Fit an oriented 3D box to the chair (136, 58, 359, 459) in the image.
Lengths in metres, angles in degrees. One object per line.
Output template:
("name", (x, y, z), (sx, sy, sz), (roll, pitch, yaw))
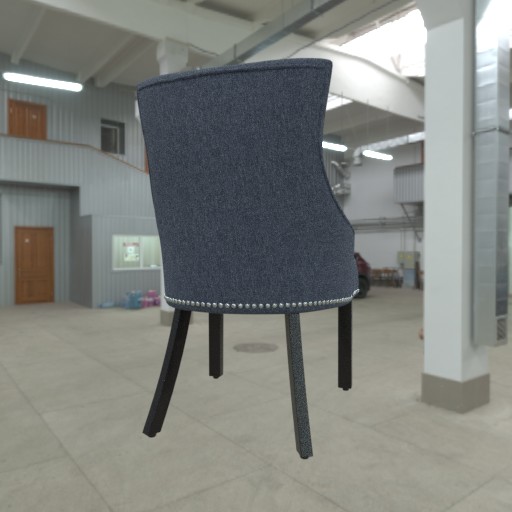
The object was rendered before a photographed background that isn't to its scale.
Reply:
("chair", (0.000, 0.000, 1.312), (0.566, 0.909, 0.629), (0, 1, 17))
